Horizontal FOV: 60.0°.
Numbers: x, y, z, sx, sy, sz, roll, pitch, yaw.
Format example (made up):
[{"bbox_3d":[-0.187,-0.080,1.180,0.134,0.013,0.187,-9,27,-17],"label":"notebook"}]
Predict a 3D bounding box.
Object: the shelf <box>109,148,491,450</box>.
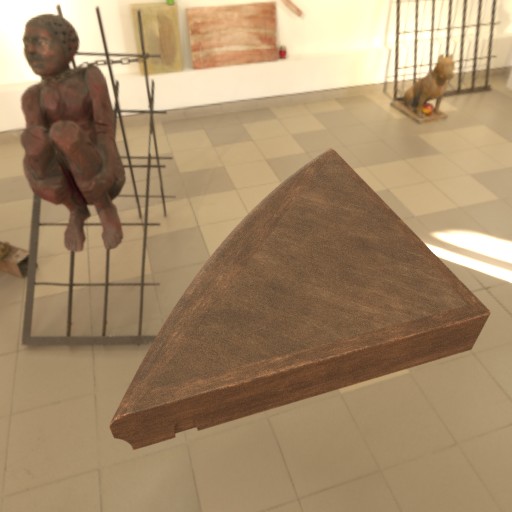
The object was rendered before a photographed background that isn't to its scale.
[{"bbox_3d":[0.000,0.000,0.457,0.310,0.050,0.310,-12,43,-13],"label":"shelf"}]
